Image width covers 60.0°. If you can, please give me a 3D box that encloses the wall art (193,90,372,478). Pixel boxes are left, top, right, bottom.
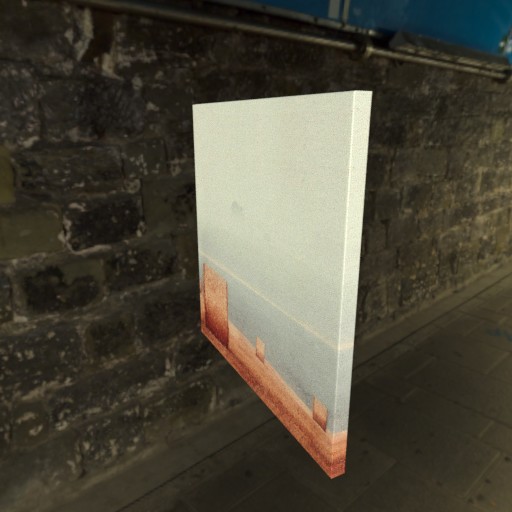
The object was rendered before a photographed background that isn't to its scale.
[{"bbox_3d":[0.000,0.000,0.911,0.034,0.605,0.605,-9,19,-26],"label":"wall art"}]
